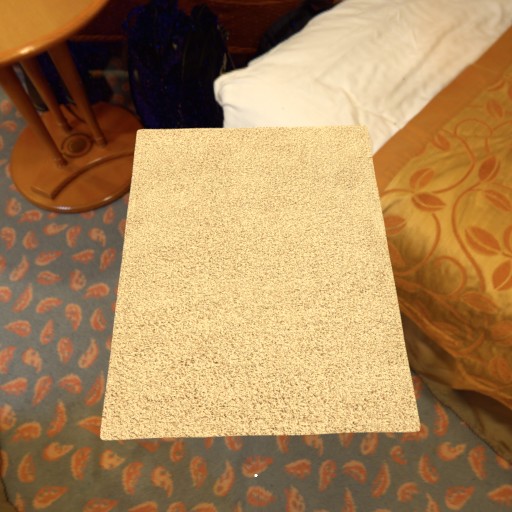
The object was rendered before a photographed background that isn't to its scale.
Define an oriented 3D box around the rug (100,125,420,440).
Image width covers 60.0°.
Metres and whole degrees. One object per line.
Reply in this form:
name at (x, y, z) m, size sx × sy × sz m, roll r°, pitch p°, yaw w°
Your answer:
rug at (0.000, 0.000, 4.036) m, size 2.438 × 0.029 × 3.047 m, roll -1°, pitch 64°, yaw -1°
